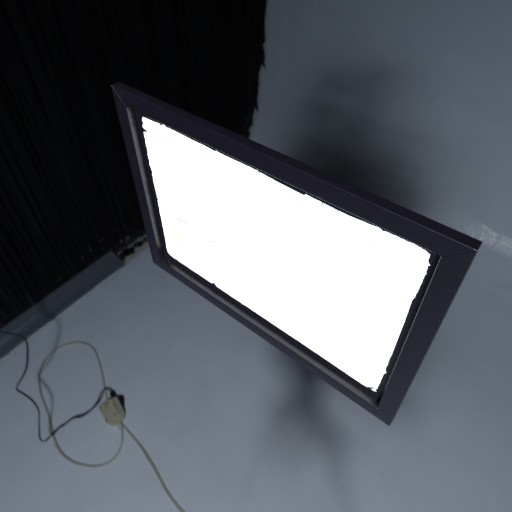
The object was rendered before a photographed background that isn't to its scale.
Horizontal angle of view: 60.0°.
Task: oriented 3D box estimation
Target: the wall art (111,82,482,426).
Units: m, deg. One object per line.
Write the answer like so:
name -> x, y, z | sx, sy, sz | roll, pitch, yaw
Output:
wall art -> 0.000, 0.000, 0.543 | 0.440, 0.306, 0.013 | 31, 53, 27
